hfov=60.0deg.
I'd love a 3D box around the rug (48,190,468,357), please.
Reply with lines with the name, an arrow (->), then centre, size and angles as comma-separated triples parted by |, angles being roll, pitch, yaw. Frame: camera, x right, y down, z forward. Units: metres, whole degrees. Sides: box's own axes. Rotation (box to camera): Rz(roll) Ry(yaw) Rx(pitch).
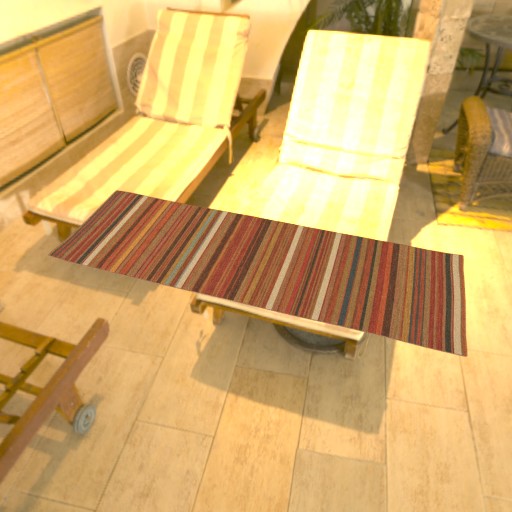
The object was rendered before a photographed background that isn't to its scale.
rug -> 0.000, 0.000, 2.738 | 2.444, 0.030, 0.799 | 12, 42, 13
